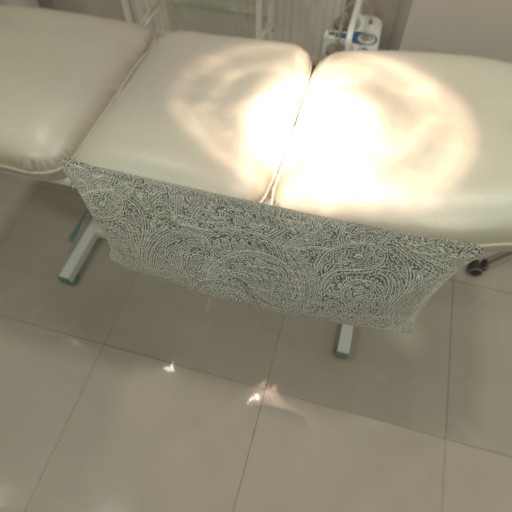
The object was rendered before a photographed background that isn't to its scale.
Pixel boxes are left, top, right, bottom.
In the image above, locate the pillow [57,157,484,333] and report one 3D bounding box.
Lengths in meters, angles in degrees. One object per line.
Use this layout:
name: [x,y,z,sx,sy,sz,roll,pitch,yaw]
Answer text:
pillow: [0.000,0.000,0.741,0.615,0.295,0.151,13,59,8]
